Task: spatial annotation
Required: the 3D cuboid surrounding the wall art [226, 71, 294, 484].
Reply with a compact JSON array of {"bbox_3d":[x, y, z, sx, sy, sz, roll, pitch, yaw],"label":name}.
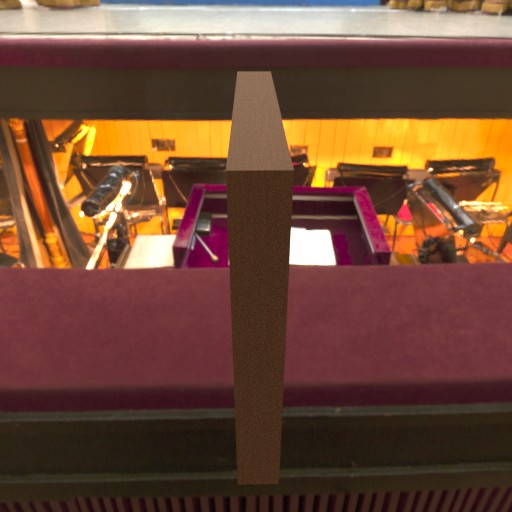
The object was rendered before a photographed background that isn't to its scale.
[{"bbox_3d":[0.000,0.000,0.455,0.038,0.303,0.304,0,32,-1],"label":"wall art"}]
